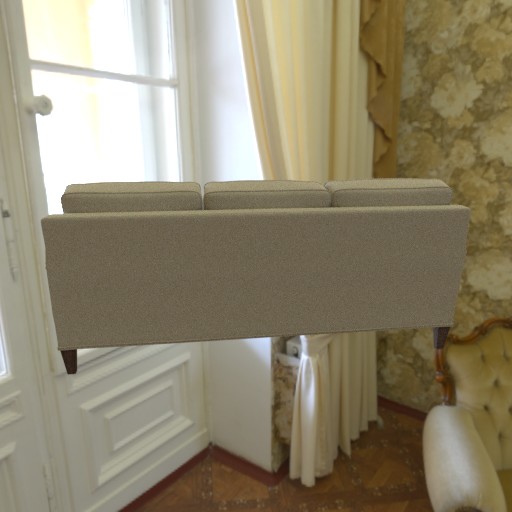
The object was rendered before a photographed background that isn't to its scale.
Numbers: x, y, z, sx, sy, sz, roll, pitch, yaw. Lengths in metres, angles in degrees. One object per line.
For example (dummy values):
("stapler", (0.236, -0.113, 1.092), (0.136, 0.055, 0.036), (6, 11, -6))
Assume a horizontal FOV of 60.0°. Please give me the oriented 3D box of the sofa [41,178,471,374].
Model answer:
("sofa", (0.000, 0.000, 2.784), (2.246, 1.003, 1.084), (-2, 15, -8))
